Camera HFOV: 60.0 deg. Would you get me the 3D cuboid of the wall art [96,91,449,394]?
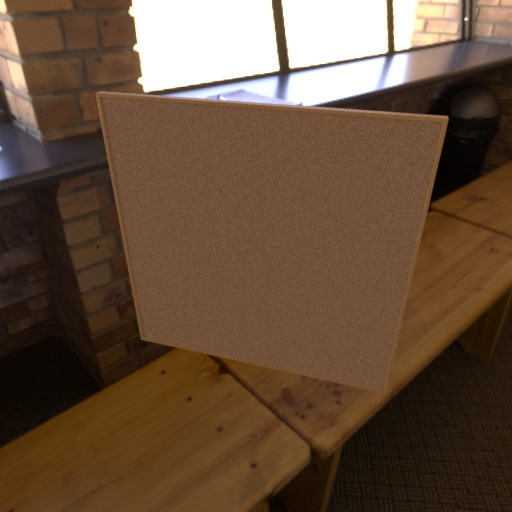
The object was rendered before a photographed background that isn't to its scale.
[{"bbox_3d":[0.000,0.000,0.681,0.457,0.455,0.013,9,33,14],"label":"wall art"}]
